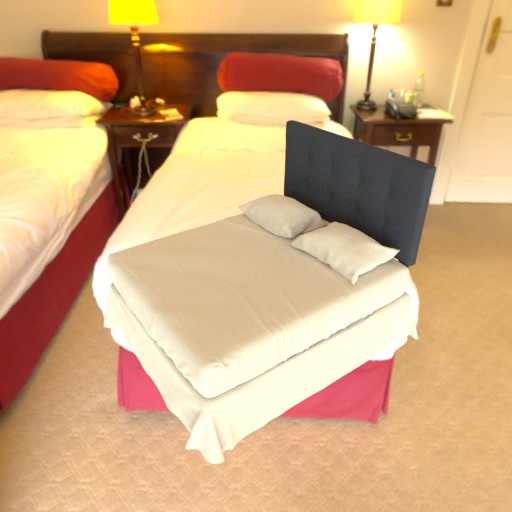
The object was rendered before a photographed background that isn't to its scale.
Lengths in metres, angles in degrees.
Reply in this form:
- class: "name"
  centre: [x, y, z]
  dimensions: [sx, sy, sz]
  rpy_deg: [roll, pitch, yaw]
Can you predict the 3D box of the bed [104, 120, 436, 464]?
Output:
- class: "bed"
  centre: [0.000, 0.000, 3.627]
  dimensions: [2.222, 1.577, 1.936]
  rpy_deg: [-21, 37, -30]
